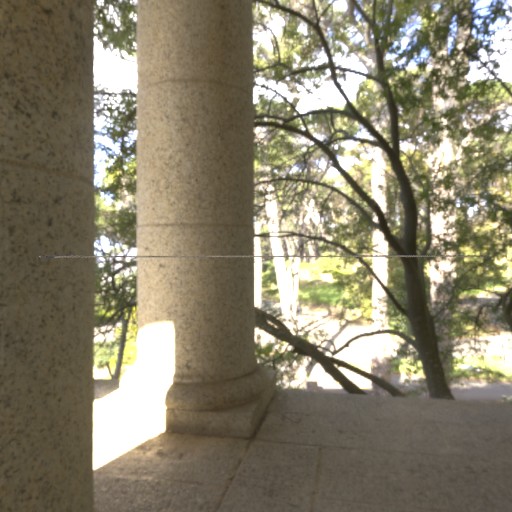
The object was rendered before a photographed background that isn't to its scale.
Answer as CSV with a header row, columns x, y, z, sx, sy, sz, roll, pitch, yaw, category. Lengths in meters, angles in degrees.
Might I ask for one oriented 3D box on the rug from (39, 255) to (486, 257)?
x,y,z,sx,sy,sz,roll,pitch,yaw,category
0.000,0.000,2.541,2.108,0.009,1.248,0,0,-18,rug
